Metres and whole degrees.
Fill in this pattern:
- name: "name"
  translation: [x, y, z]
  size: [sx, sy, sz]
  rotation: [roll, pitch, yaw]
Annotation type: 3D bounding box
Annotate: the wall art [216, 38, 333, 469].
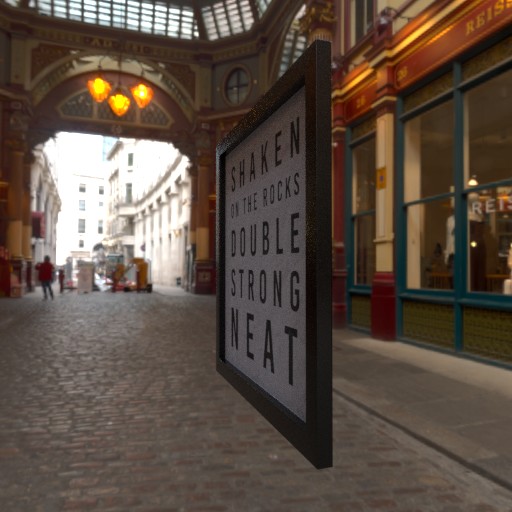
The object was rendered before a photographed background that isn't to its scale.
- name: "wall art"
  translation: [0.000, 0.000, 0.526]
  size: [0.014, 0.349, 0.349]
  rotation: [0, -1, -19]
